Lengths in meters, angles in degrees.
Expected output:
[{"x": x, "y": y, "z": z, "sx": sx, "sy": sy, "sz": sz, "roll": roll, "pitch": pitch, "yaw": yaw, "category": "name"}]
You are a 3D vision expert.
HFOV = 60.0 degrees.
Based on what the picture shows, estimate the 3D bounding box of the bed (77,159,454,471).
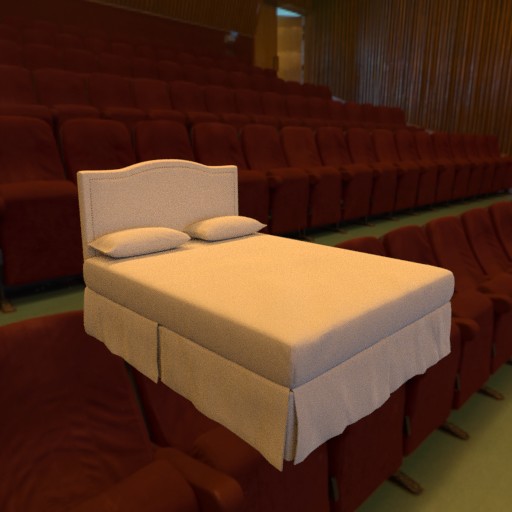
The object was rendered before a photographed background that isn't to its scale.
[{"x": 0.000, "y": 0.000, "z": 3.480, "sx": 1.977, "sy": 1.437, "sz": 2.477, "roll": -13, "pitch": 19, "yaw": -43, "category": "bed"}]
